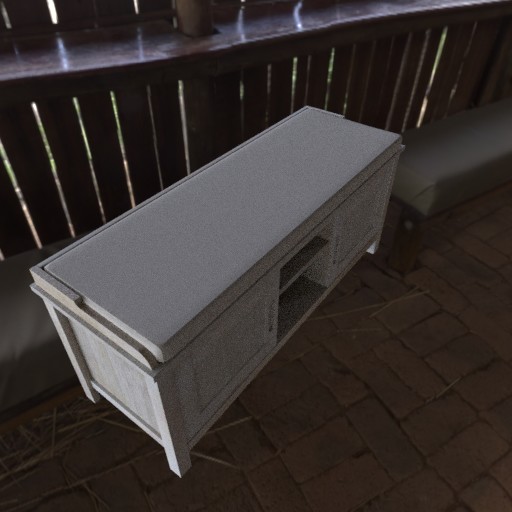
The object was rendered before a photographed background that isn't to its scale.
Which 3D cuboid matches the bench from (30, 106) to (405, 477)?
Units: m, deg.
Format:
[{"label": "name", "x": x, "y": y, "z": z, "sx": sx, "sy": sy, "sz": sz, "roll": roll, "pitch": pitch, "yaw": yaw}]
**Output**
[{"label": "bench", "x": 0.000, "y": 0.000, "z": 1.371, "sx": 0.398, "sy": 0.501, "sz": 1.140, "roll": 26, "pitch": 47, "yaw": 27}]
